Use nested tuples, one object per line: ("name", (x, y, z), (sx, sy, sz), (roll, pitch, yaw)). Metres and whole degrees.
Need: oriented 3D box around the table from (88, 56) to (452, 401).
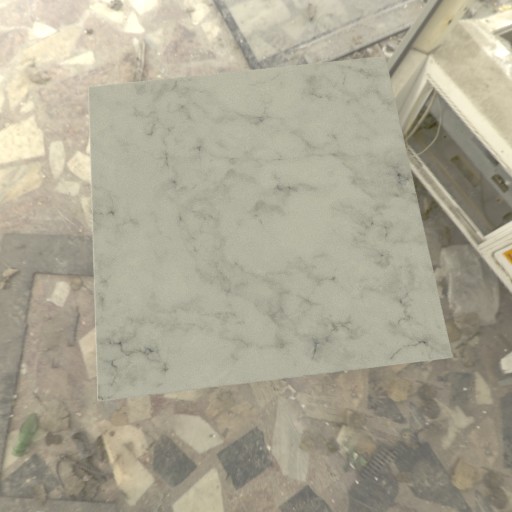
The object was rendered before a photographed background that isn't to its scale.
("table", (0.000, 0.000, 0.853), (0.450, 0.500, 0.450), (-7, 76, -2))
